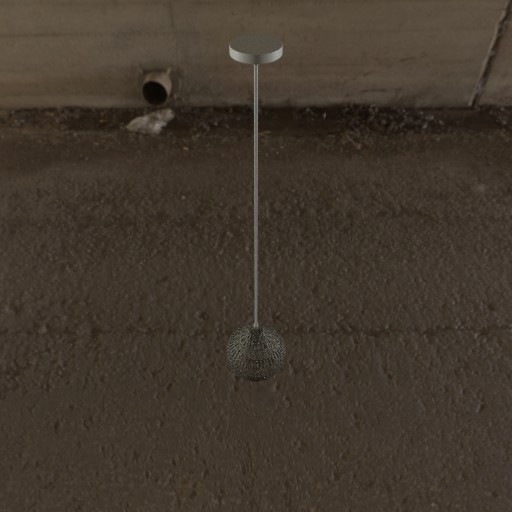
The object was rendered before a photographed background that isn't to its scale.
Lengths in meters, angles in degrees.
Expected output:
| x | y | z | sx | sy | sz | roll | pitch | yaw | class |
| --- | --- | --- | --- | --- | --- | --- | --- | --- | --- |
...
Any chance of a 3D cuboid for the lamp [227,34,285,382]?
| x | y | z | sx | sy | sz | roll | pitch | yaw | class |
| --- | --- | --- | --- | --- | --- | --- | --- | --- | --- |
| 0.000 | 0.000 | 2.078 | 0.355 | 1.919 | 0.355 | -29 | 53 | -25 | lamp |
